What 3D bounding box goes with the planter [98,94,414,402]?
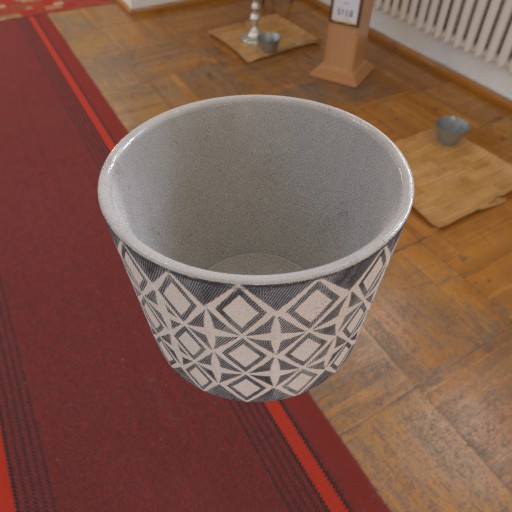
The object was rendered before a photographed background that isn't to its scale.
[{"bbox_3d":[0.000,0.000,0.453,0.260,0.220,0.260,0,46,0],"label":"planter"}]
